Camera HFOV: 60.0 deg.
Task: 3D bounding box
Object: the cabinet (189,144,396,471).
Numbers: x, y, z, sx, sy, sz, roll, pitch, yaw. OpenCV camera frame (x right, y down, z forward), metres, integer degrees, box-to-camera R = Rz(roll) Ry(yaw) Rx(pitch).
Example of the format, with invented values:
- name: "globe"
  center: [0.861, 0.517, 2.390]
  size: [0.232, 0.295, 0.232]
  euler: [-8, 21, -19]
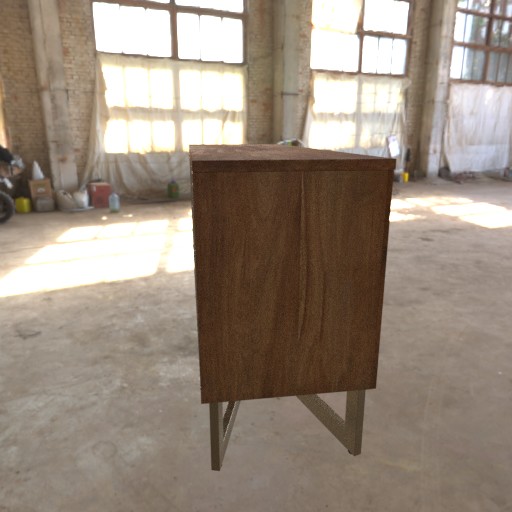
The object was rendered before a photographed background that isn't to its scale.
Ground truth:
- name: "cabinet"
  center: [0.000, 0.000, 1.726]
  size: [0.480, 0.812, 1.373]
  euler: [-2, 16, -8]
